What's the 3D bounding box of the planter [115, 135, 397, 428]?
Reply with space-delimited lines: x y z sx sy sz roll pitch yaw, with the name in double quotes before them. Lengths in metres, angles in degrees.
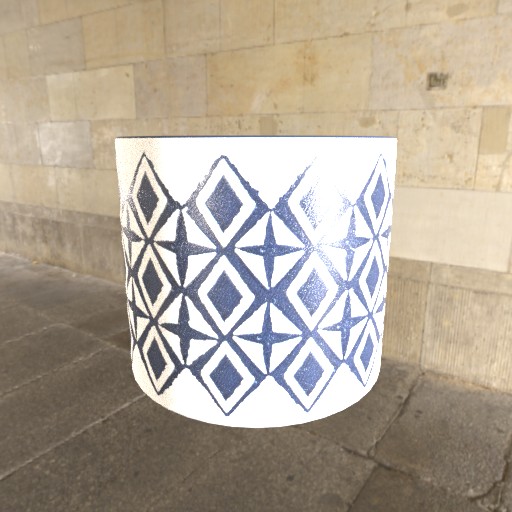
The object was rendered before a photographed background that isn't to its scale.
"planter" 0.000 0.000 0.278 0.159 0.144 0.159 0 14 0
